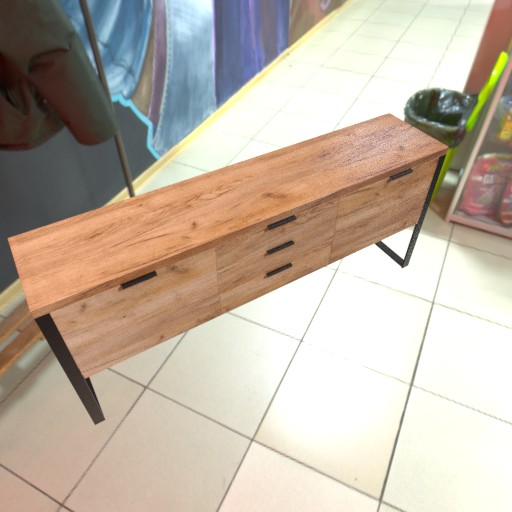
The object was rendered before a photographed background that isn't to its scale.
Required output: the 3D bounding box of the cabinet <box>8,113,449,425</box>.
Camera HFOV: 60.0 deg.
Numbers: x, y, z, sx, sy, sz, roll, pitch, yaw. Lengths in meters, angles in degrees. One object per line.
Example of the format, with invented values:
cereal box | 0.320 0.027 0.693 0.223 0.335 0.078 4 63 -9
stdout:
cabinet | 0.000 0.000 2.035 1.800 0.762 0.395 -23 49 -22
